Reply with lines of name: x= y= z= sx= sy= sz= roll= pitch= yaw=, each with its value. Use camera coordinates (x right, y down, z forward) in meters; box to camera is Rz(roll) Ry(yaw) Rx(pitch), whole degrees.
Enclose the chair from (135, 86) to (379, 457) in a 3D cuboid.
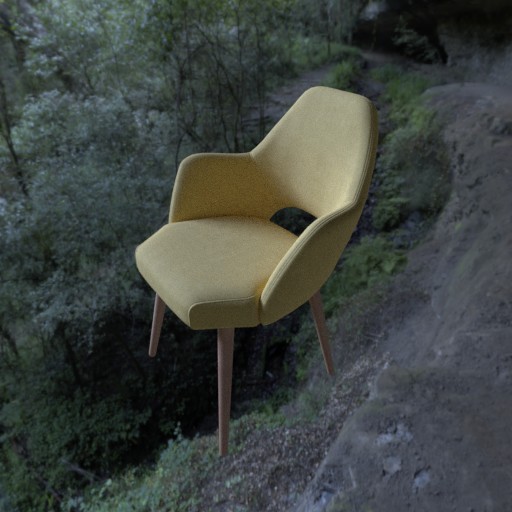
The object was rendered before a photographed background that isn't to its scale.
chair: x=0.000 y=0.000 z=1.270 sx=0.610 sy=0.840 sz=0.590 roll=-21 pitch=37 yaw=-30
